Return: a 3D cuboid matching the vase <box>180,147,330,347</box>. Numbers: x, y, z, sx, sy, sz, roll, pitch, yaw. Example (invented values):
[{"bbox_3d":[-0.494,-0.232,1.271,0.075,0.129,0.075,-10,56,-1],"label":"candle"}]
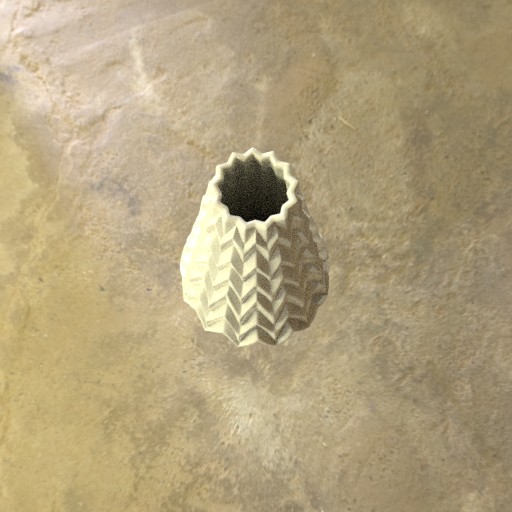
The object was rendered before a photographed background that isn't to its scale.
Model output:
[{"bbox_3d":[0.000,0.000,0.428,0.167,0.328,0.167,0,75,0],"label":"vase"}]
